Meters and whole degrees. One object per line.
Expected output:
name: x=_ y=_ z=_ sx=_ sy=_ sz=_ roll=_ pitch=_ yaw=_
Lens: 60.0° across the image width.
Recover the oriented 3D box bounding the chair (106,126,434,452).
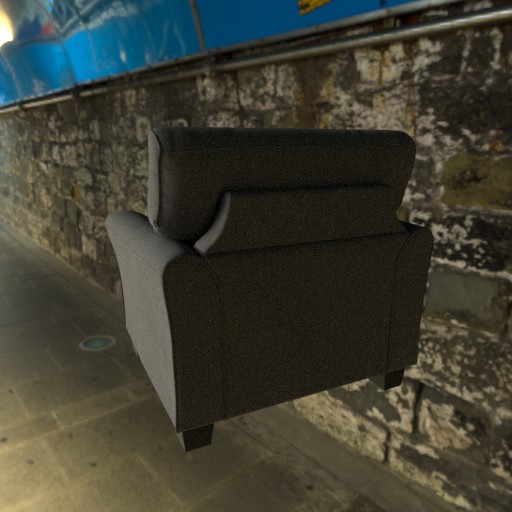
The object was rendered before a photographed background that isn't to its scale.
chair: x=0.000 y=0.000 z=1.628 sx=0.941 sy=0.890 sz=0.816 roll=-7 pitch=16 yaw=-25
